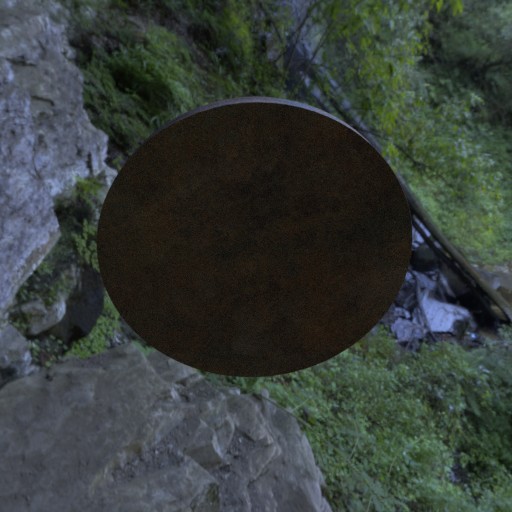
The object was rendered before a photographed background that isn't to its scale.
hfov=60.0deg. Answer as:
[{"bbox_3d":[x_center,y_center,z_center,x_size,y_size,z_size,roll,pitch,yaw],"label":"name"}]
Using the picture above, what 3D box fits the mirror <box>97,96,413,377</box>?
[{"bbox_3d":[0.000,0.000,0.859,0.585,0.585,0.061,-1,30,-2],"label":"mirror"}]
